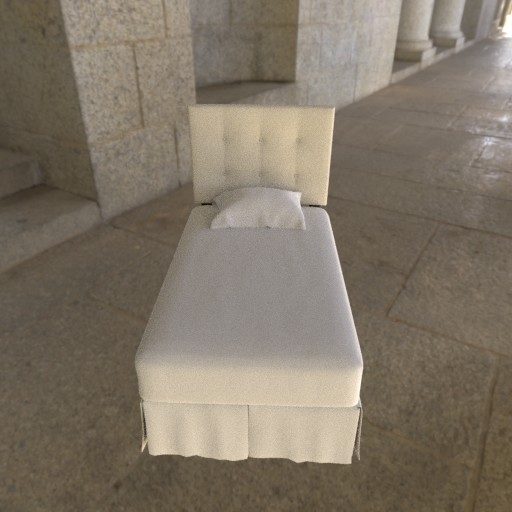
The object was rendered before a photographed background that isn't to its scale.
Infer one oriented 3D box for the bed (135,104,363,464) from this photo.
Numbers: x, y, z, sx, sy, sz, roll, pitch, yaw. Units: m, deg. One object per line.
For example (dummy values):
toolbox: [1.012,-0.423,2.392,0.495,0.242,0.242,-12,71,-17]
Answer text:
bed: [0.000,0.000,2.983,1.261,1.571,1.997,1,31,2]
